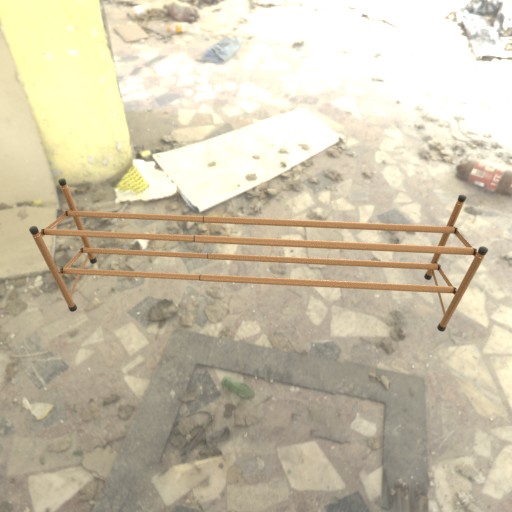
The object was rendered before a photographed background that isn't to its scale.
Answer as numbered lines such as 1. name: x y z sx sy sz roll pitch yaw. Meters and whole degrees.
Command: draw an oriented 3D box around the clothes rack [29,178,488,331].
1. clothes rack: 0.000 0.000 1.320 1.168 0.349 0.229 3 47 3
